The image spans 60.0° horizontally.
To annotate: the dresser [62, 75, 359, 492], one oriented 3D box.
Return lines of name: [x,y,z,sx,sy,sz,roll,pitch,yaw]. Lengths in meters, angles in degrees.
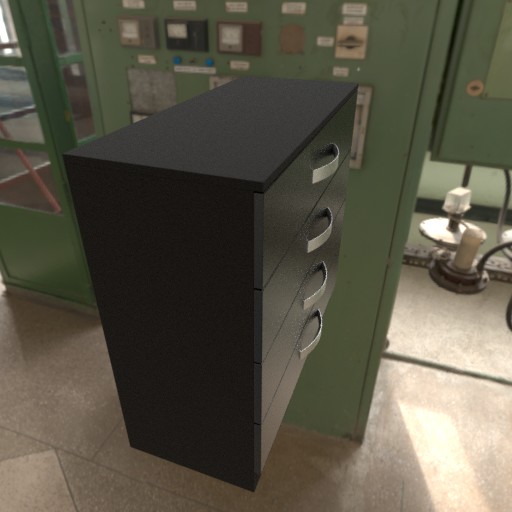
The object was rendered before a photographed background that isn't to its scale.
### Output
dresser: [0.000,0.000,1.118,0.360,0.720,0.750,11,33,18]
